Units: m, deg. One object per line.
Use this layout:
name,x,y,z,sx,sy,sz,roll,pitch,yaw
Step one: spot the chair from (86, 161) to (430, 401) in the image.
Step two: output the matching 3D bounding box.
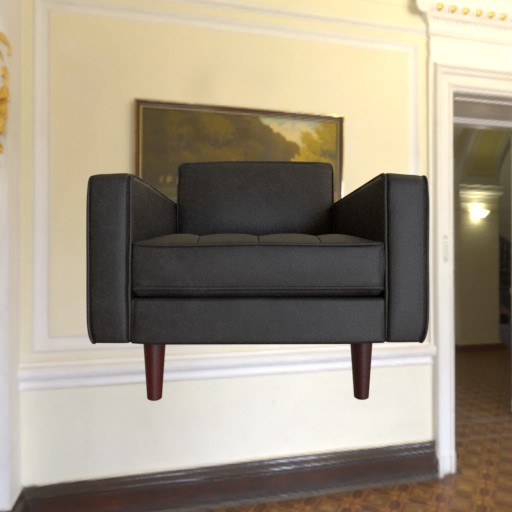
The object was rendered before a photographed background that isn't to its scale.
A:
chair,0.000,0.000,1.549,0.889,0.763,0.914,0,0,-1
